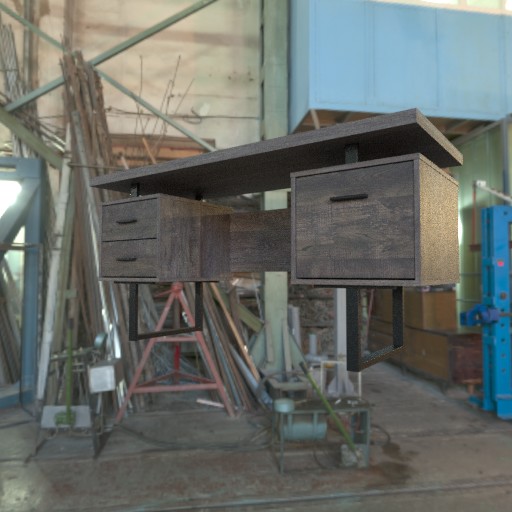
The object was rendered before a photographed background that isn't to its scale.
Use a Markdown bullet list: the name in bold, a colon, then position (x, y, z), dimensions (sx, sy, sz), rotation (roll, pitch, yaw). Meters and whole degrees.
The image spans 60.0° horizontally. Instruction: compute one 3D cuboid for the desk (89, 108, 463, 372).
- **desk**: position (0.000, 0.000, 1.891), dimensions (1.524, 0.760, 0.600), rotation (-2, -3, 36)
